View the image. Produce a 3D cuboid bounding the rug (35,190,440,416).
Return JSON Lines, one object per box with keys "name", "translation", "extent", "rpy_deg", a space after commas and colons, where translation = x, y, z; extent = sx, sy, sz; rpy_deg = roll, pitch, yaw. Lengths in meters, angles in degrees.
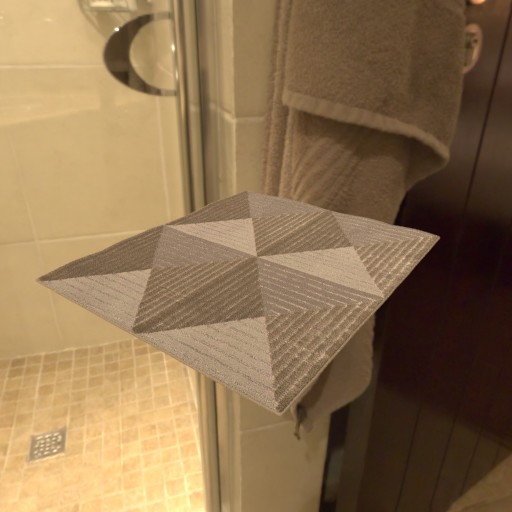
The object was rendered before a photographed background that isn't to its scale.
{"name": "rug", "translation": [0.000, 0.000, 0.898], "extent": [0.551, 0.008, 0.642], "rpy_deg": [19, 32, 32]}
